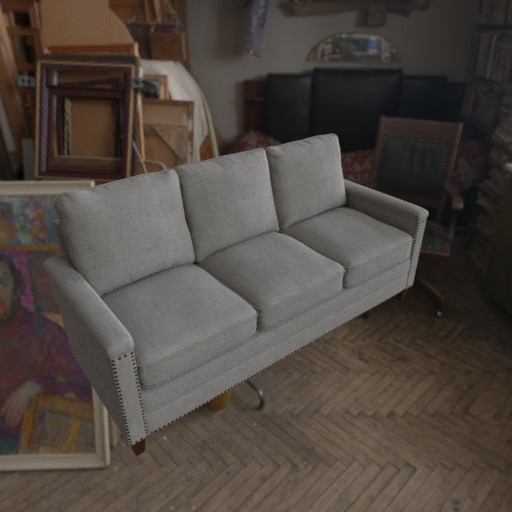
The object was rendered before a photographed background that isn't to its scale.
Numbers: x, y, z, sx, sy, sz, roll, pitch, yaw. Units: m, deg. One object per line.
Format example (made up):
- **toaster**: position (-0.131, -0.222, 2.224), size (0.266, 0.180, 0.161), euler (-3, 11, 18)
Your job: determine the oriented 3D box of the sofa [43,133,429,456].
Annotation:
- **sofa**: position (0.000, 0.000, 2.370), size (1.925, 0.959, 0.828), euler (-21, 36, -32)
